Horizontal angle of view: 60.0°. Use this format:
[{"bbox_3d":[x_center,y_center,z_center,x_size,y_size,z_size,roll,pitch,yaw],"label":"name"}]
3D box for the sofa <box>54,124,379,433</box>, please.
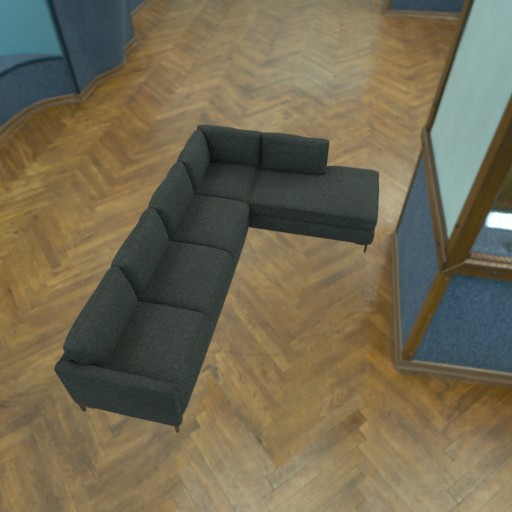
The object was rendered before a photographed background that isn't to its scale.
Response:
[{"bbox_3d":[0.000,0.000,3.779,2.007,0.815,2.949,9,47,9],"label":"sofa"}]
